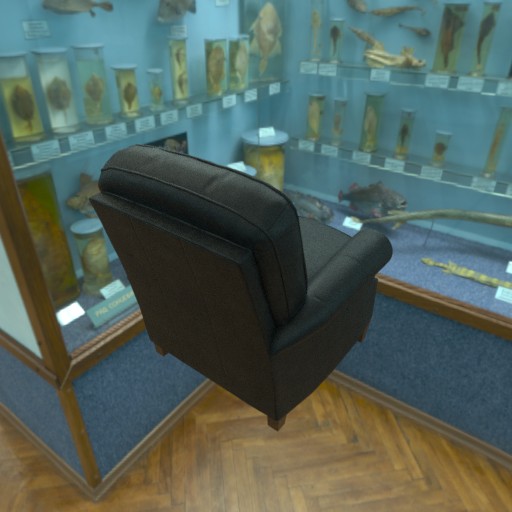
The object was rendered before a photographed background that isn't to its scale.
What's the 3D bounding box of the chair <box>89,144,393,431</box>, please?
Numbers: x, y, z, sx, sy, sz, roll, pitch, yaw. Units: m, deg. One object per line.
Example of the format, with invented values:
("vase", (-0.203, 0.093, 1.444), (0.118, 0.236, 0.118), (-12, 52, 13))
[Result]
("chair", (0.000, 0.000, 1.818), (0.936, 1.018, 0.986), (22, 38, 32))
